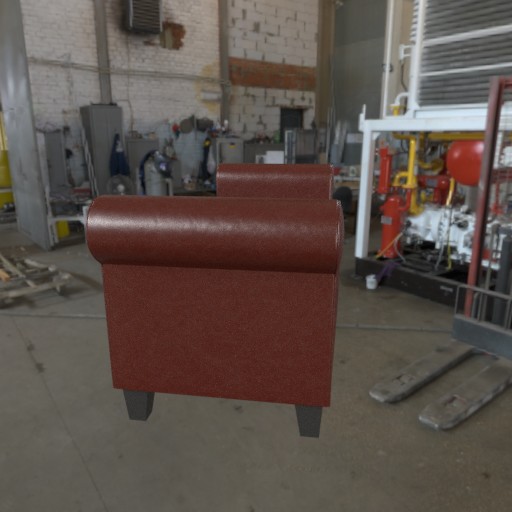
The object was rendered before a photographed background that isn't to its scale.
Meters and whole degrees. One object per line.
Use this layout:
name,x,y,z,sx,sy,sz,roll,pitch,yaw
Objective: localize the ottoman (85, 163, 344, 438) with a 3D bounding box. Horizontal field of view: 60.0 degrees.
ottoman,0.000,0.000,1.501,0.521,0.547,1.256,2,15,8
